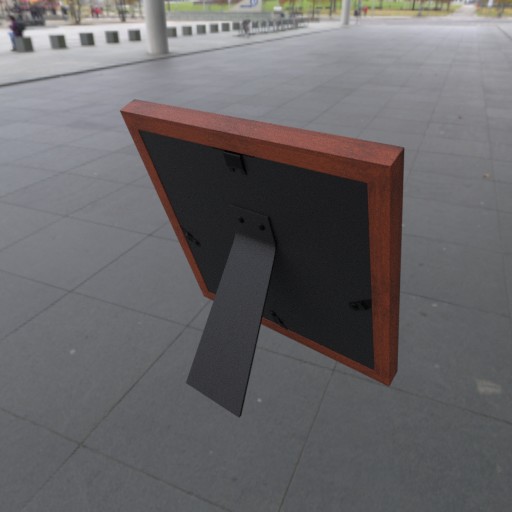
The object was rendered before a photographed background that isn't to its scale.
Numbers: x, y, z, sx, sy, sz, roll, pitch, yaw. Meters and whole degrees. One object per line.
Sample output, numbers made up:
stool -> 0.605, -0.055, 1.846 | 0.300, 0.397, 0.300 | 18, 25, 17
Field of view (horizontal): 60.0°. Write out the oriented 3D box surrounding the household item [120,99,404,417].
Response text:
household item -> 0.000, 0.000, 0.386 | 0.240, 0.240, 0.131 | 21, 36, 33
